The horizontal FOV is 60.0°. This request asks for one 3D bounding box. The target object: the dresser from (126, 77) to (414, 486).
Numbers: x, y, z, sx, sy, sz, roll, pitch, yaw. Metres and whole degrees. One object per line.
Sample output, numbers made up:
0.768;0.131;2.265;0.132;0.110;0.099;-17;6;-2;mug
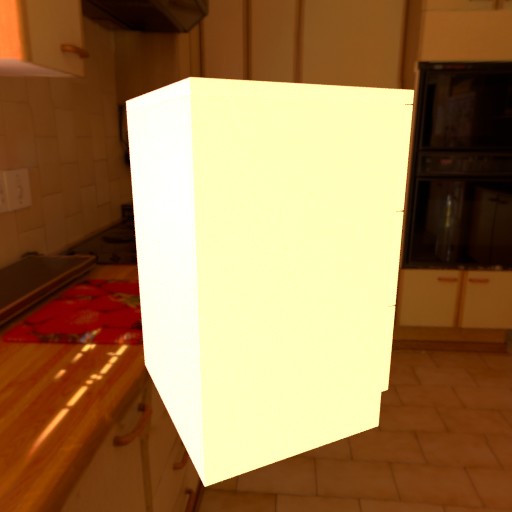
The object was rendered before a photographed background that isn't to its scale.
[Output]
0.000;0.000;0.824;0.360;0.560;0.400;-7;17;-25;dresser
